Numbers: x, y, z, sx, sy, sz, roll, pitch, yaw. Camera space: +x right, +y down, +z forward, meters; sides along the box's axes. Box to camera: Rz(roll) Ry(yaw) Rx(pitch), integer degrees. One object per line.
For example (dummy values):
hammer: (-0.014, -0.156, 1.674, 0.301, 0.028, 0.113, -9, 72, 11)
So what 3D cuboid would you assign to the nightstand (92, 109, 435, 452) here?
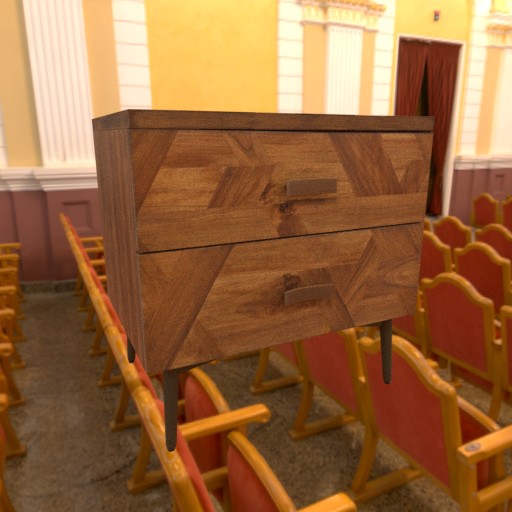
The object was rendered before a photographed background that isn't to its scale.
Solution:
nightstand: (0.000, 0.000, 1.023, 0.610, 0.610, 0.458, -7, 17, -25)
